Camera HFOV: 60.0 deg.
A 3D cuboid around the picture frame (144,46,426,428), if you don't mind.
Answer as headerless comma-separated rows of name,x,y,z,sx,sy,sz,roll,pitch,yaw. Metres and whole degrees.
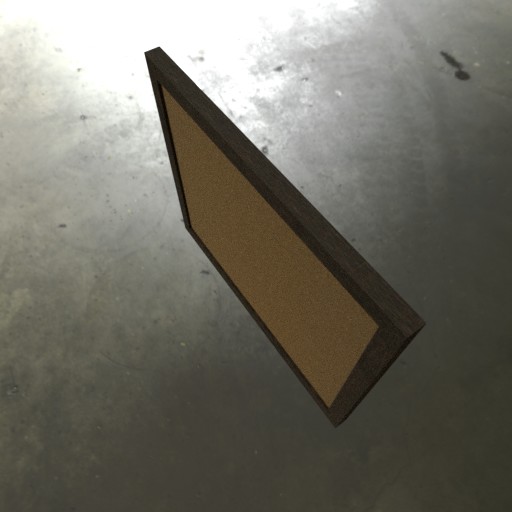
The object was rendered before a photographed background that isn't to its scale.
picture frame,0.000,0.000,0.741,0.026,0.455,0.546,-31,63,-17
